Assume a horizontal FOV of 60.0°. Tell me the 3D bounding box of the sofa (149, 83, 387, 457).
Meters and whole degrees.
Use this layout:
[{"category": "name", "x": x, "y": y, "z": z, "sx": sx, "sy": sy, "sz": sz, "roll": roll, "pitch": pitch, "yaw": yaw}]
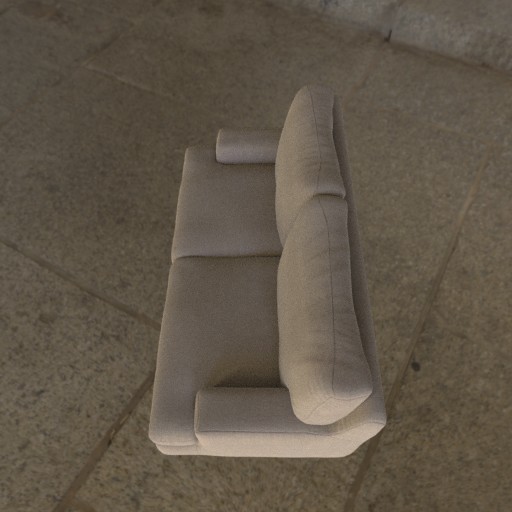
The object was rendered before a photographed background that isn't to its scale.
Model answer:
[{"category": "sofa", "x": 0.000, "y": 0.000, "z": 2.341, "sx": 0.962, "sy": 0.980, "sz": 1.855, "roll": 0, "pitch": 57, "yaw": 0}]
